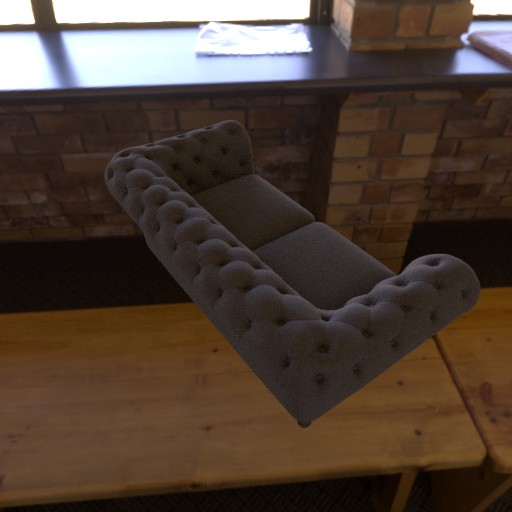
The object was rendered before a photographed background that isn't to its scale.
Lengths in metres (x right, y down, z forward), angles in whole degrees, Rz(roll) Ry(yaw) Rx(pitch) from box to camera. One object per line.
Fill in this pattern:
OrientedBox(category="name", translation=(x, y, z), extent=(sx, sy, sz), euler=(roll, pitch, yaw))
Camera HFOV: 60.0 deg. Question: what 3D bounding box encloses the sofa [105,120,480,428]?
OrientedBox(category="sofa", translation=(0.000, 0.000, 2.454), extent=(0.986, 0.764, 1.998), euler=(-26, 47, -26))
